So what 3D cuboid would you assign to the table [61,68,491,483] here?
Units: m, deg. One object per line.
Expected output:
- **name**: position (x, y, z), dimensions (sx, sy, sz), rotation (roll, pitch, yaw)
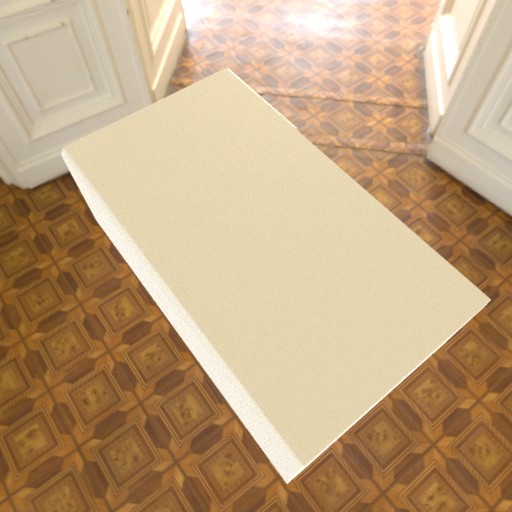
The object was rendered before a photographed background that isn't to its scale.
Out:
- **table**: position (0.000, 0.000, 1.389), dimensions (0.639, 0.442, 1.097), rotation (-34, 65, -18)
